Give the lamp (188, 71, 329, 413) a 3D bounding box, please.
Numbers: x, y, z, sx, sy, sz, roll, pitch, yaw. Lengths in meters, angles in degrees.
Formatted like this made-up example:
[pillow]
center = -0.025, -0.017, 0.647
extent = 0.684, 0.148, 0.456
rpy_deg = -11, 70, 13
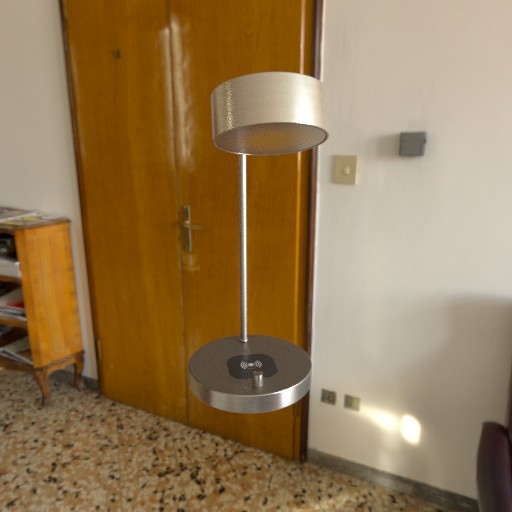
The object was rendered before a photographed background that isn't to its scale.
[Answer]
[lamp]
center = 0.000, 0.000, 0.651
extent = 0.211, 0.469, 0.334
rpy_deg = -2, 15, -9
